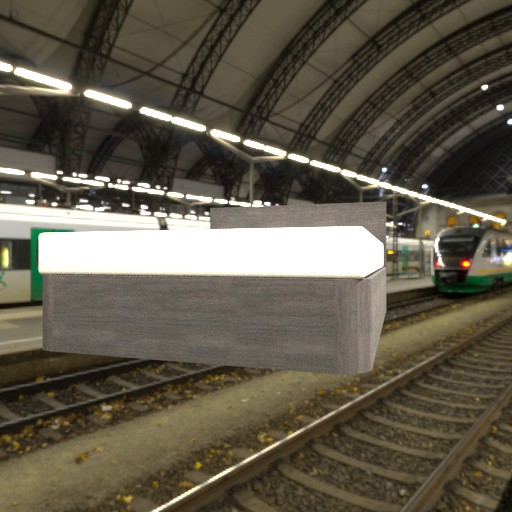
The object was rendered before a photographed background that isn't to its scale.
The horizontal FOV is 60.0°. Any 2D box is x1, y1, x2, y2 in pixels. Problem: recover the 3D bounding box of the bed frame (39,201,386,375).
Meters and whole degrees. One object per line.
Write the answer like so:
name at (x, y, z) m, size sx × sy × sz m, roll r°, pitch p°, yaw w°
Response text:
bed frame at (0.000, 0.000, 2.569) m, size 1.400 × 0.800 × 1.900 m, roll 0°, pitch 0°, yaw 18°
